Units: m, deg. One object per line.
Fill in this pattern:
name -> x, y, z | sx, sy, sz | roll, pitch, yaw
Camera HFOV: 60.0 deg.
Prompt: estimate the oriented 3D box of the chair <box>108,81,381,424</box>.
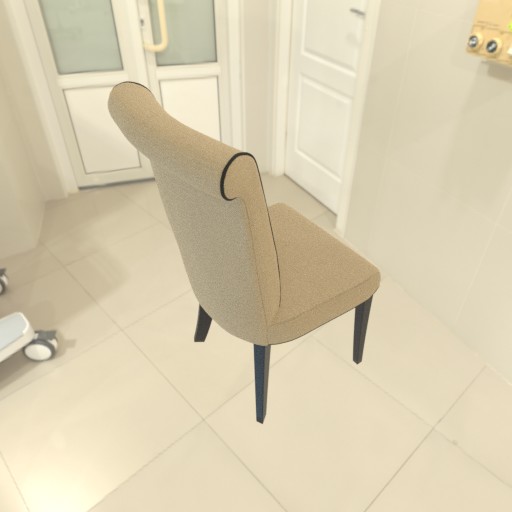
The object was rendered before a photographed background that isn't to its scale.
chair -> 0.000, 0.000, 1.344 | 0.623, 0.997, 0.522 | -25, 45, -27
